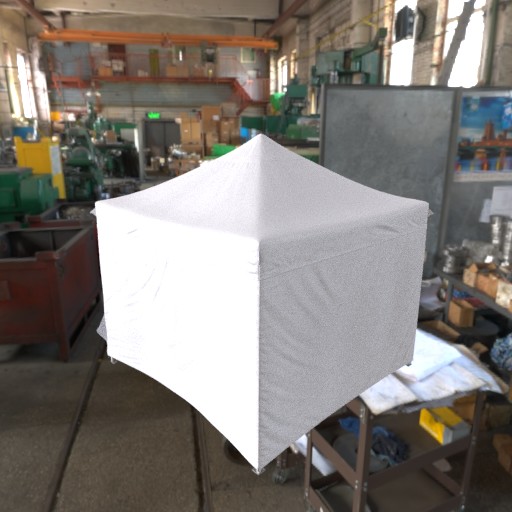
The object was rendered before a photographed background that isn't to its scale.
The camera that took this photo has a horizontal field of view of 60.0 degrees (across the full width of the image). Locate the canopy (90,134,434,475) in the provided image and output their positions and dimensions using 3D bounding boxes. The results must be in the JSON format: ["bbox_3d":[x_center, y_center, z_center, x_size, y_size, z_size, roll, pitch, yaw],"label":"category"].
[{"bbox_3d":[0.000,0.000,5.636,3.043,2.997,3.121,-15,21,-42],"label":"canopy"}]
